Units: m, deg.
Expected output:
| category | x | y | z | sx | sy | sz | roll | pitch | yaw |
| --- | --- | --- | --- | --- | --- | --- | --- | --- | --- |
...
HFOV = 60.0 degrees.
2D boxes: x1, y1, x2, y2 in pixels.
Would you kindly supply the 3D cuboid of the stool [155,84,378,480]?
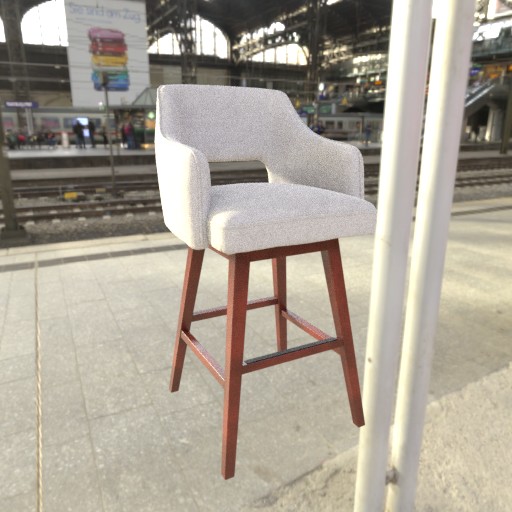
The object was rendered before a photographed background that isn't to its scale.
| category | x | y | z | sx | sy | sz | roll | pitch | yaw |
| --- | --- | --- | --- | --- | --- | --- | --- | --- | --- |
| stool | 0.000 | 0.000 | 1.349 | 0.548 | 1.012 | 0.558 | -8 | 18 | -27 |
